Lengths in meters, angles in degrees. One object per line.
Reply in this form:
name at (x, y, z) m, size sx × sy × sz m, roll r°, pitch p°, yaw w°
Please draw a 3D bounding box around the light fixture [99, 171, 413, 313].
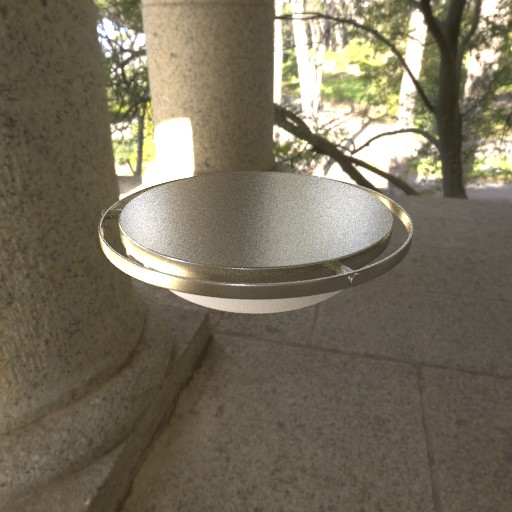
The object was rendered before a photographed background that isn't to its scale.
light fixture at (0.000, 0.000, 0.559) m, size 0.361 × 0.130 × 0.361 m, roll 0°, pitch 26°, yaw 0°
